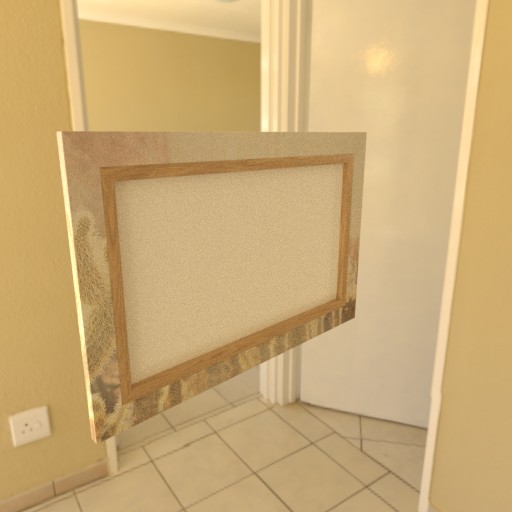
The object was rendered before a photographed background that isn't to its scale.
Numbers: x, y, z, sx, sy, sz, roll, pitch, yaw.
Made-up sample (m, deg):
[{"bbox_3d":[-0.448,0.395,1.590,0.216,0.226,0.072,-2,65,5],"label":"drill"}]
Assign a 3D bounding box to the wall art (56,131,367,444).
[{"bbox_3d":[0.000,0.000,1.876,1.525,1.012,0.038,-15,21,-42],"label":"wall art"}]
